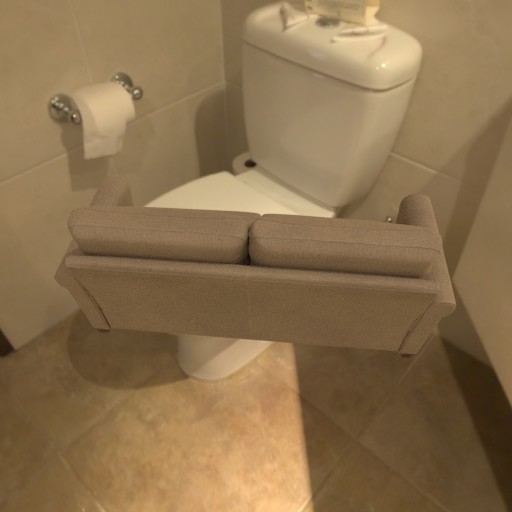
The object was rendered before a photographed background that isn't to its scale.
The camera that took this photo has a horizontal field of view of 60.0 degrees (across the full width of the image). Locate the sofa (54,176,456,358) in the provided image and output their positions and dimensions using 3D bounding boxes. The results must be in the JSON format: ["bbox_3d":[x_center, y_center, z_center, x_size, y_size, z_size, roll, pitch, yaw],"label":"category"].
[{"bbox_3d":[0.000,0.000,2.411,1.935,0.942,0.842,4,46,4],"label":"sofa"}]
